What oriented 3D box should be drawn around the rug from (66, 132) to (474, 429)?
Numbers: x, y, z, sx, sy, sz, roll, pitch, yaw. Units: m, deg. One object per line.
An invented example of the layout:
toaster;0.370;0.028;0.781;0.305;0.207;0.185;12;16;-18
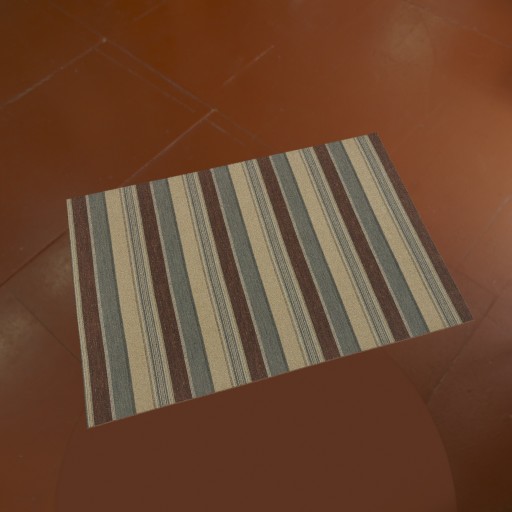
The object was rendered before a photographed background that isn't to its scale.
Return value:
rug;0.000;0.000;2.269;1.829;0.008;1.219;-14;64;-7
